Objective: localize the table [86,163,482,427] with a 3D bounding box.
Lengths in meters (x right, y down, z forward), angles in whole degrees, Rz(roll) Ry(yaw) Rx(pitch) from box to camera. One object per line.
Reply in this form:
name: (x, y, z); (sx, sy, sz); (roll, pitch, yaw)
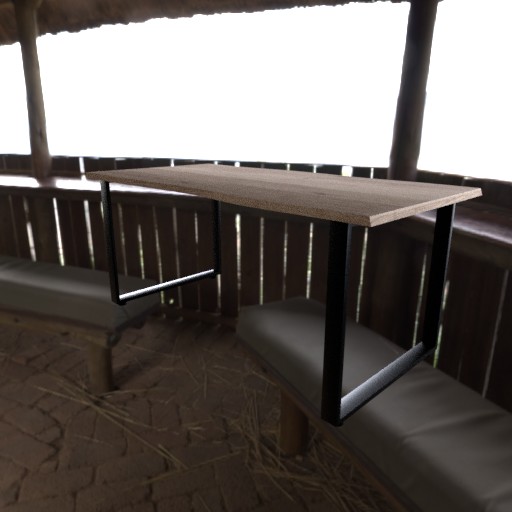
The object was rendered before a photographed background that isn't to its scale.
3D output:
table: (0.000, 0.000, 2.264); (0.900, 0.780, 1.800); (-15, 22, -42)
